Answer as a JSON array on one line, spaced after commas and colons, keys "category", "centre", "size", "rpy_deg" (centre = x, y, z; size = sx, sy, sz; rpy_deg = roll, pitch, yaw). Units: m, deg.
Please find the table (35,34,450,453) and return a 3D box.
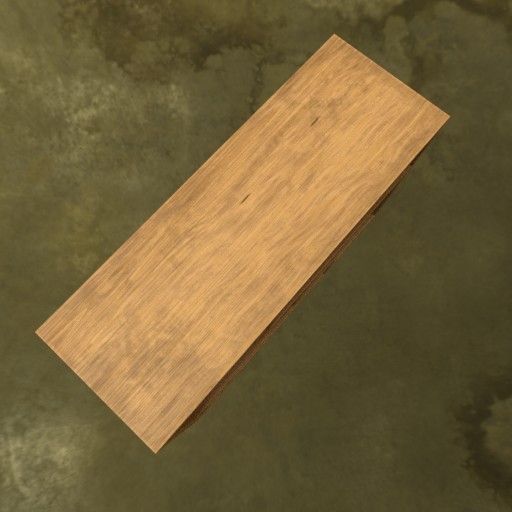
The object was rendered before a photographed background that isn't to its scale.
[{"category": "table", "centre": [0.000, 0.000, 1.515], "size": [0.410, 0.771, 1.151], "rpy_deg": [41, 79, 10]}]
